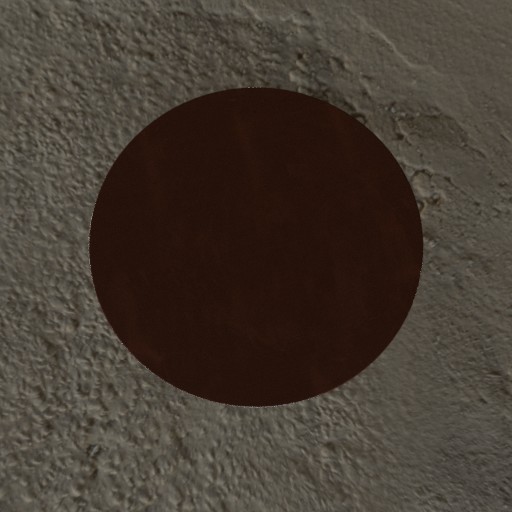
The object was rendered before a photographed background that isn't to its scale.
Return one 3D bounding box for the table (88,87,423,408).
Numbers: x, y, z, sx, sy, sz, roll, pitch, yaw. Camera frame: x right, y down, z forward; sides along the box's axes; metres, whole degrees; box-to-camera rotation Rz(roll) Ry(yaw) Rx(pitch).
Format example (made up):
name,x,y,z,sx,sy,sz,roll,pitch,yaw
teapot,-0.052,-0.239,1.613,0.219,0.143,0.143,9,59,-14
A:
name,x,y,z,sx,sy,sz,roll,pitch,yaw
table,0.000,0.000,1.455,0.911,0.512,0.911,0,75,0
